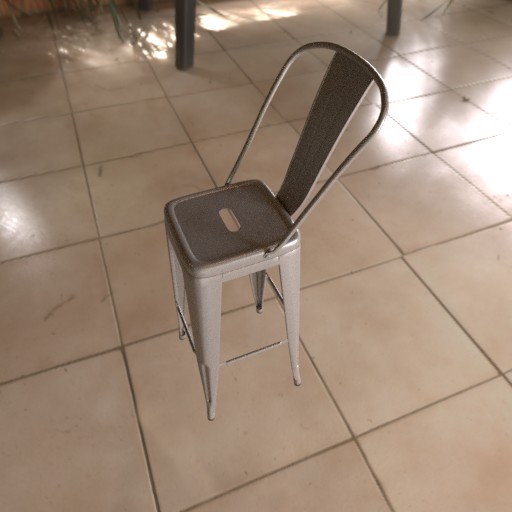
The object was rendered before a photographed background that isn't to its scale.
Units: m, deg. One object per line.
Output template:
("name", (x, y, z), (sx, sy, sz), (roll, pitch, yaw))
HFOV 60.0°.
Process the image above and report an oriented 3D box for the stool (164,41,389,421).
("stool", (0.000, 0.000, 1.321), (0.513, 1.096, 0.399), (-17, 49, -15))
